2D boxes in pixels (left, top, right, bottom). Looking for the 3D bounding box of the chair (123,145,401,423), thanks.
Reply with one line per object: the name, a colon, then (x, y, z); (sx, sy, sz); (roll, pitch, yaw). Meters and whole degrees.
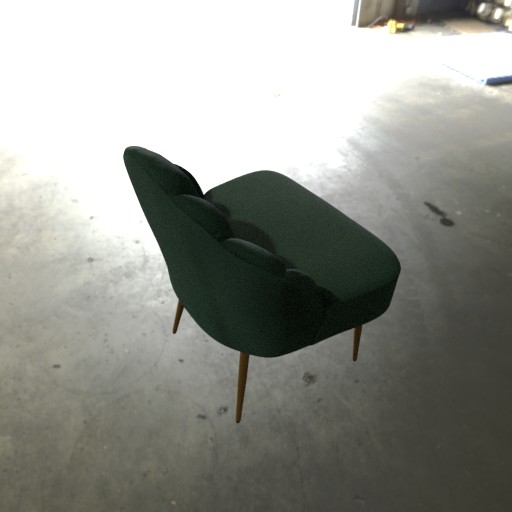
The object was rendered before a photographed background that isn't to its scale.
chair: (0.000, 0.000, 1.296); (0.599, 0.819, 0.657); (-25, 46, -26)
